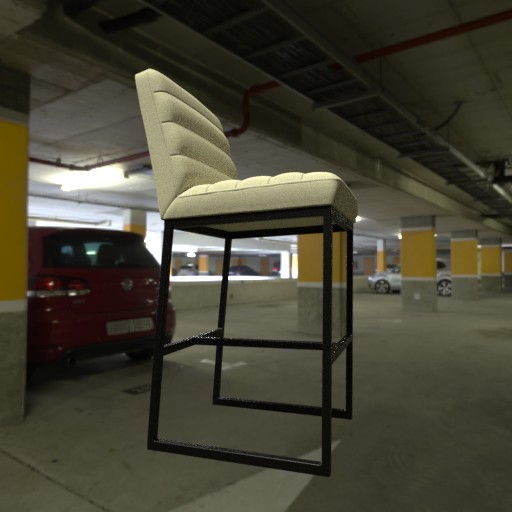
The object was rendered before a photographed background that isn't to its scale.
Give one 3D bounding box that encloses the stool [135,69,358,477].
[{"bbox_3d":[0.000,0.000,1.327,0.560,1.040,0.460,-1,-2,19],"label":"stool"}]
